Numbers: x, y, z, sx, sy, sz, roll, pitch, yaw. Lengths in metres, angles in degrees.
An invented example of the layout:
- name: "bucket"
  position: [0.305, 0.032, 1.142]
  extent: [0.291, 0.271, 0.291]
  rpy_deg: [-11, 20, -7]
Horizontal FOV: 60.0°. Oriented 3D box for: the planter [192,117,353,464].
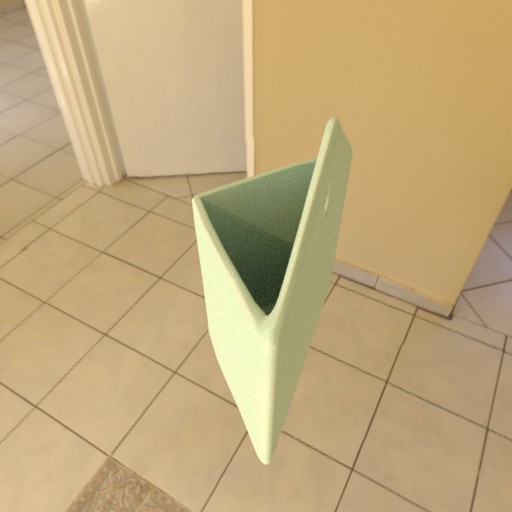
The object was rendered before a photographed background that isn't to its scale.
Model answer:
- name: "planter"
  position: [0.000, 0.000, 0.275]
  extent: [0.079, 0.197, 0.164]
  rpy_deg: [15, 47, 14]
